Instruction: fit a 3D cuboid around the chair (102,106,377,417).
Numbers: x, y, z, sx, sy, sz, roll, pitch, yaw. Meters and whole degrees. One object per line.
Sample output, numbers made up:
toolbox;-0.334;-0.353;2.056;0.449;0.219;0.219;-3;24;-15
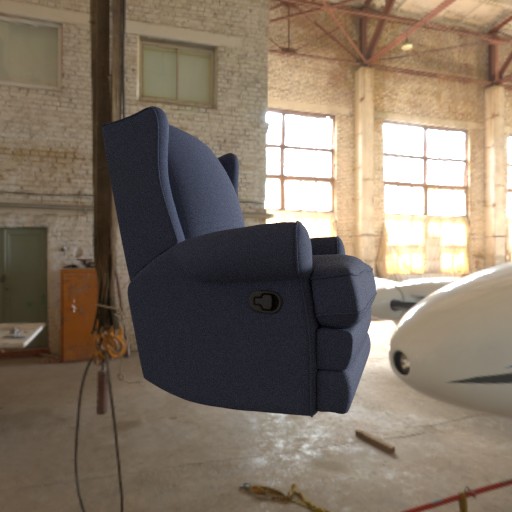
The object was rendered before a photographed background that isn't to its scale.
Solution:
chair;0.000;0.000;1.731;0.877;1.020;0.971;0;0;18
